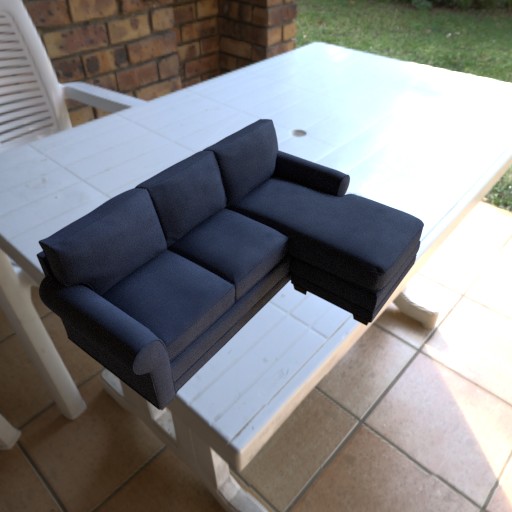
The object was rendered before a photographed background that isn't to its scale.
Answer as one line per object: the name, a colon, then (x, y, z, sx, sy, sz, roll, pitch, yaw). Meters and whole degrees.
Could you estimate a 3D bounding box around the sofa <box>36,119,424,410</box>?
sofa: (0.000, 0.000, 3.350, 1.780, 1.063, 2.567, 26, 46, 27)
